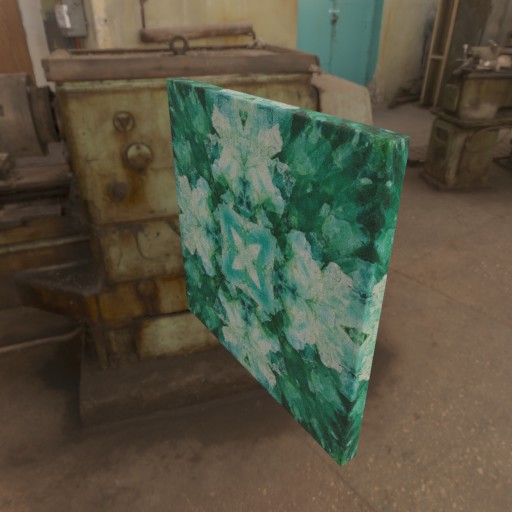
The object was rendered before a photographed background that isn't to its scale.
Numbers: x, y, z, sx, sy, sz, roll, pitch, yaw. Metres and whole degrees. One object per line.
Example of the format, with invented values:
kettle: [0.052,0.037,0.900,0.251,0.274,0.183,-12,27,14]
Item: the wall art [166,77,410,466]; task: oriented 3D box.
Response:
wall art: [0.000,0.000,0.748,0.038,0.508,0.507,-19,35,-30]
